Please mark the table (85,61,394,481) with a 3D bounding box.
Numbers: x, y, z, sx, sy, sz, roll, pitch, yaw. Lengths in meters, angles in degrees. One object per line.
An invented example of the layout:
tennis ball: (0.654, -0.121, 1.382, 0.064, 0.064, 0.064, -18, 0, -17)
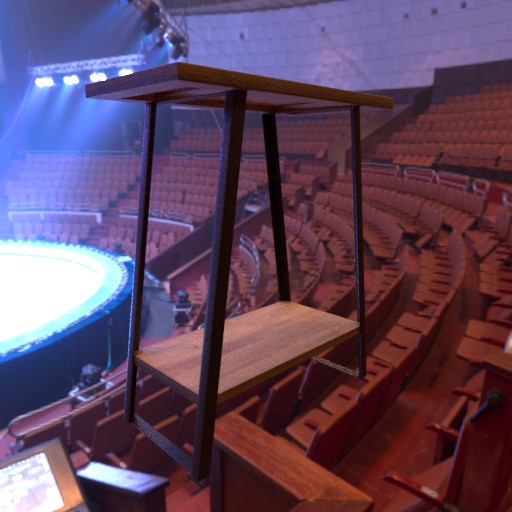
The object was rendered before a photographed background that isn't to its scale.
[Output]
table: (0.000, 0.000, 1.002, 0.599, 0.701, 0.300, -12, 18, -43)
